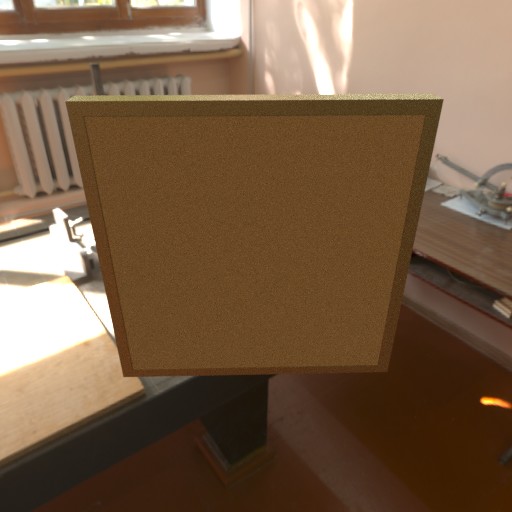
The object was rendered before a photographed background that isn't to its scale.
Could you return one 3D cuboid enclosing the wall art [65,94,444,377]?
[{"bbox_3d":[0.000,0.000,1.871,1.284,1.284,0.095,-1,31,-1],"label":"wall art"}]
